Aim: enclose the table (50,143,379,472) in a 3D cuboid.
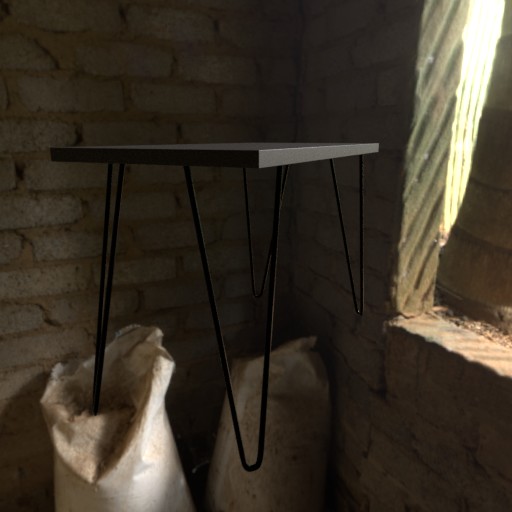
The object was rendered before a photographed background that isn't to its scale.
[{"bbox_3d":[0.000,0.000,1.359,0.499,0.660,0.991,7,17,25],"label":"table"}]
